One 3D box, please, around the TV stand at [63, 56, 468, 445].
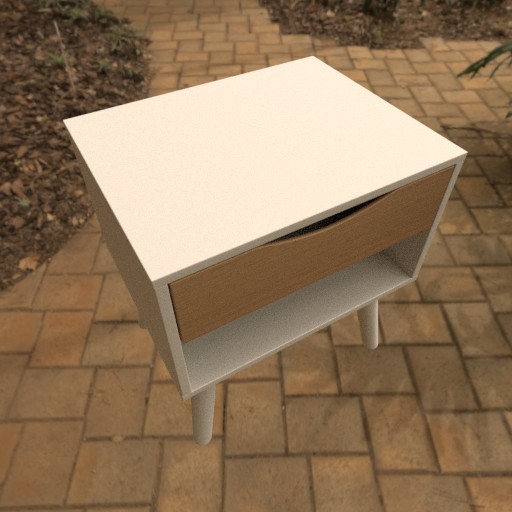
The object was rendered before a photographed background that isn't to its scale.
[{"bbox_3d":[0.000,0.000,0.907,0.508,0.559,0.405,-23,51,-20],"label":"TV stand"}]
